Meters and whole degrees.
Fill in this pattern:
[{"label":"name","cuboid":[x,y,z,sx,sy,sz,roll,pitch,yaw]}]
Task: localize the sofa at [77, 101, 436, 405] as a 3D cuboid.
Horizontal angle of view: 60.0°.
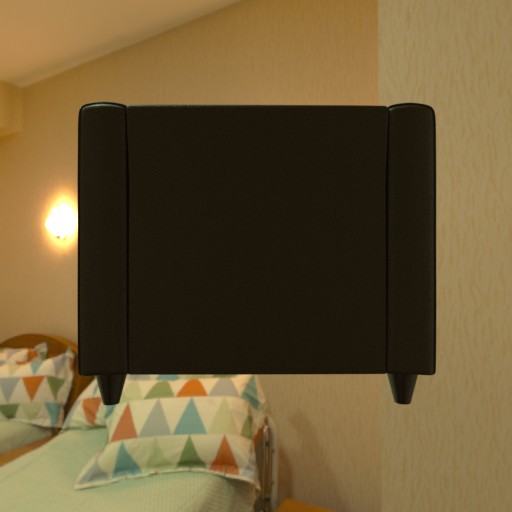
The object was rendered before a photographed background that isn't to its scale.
[{"label":"sofa","cuboid":[0.000,0.000,1.415,0.839,0.724,0.809,0,-1,-1]}]
